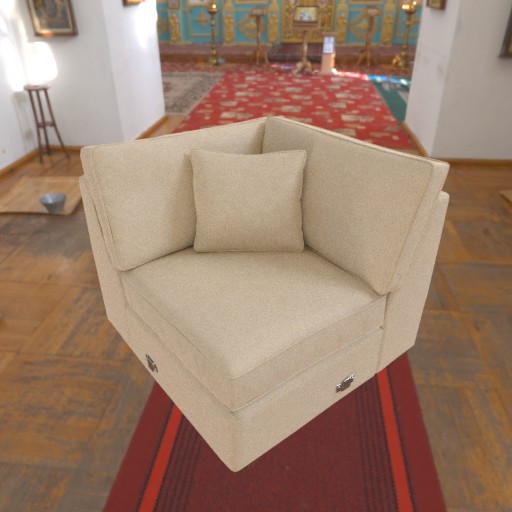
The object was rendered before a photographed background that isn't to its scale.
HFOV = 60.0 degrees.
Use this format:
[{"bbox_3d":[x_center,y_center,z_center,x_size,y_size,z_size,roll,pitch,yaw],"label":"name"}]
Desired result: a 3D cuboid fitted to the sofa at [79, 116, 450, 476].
[{"bbox_3d":[0.000,0.000,1.927,1.084,1.002,1.146,-22,37,-33],"label":"sofa"}]
